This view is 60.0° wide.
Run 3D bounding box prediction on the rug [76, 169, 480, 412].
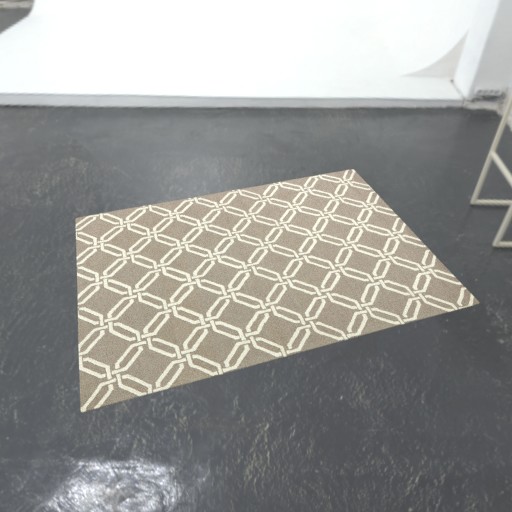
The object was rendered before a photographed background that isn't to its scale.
[{"bbox_3d":[0.000,0.000,4.422,3.419,0.020,2.441,-12,43,-13],"label":"rug"}]
